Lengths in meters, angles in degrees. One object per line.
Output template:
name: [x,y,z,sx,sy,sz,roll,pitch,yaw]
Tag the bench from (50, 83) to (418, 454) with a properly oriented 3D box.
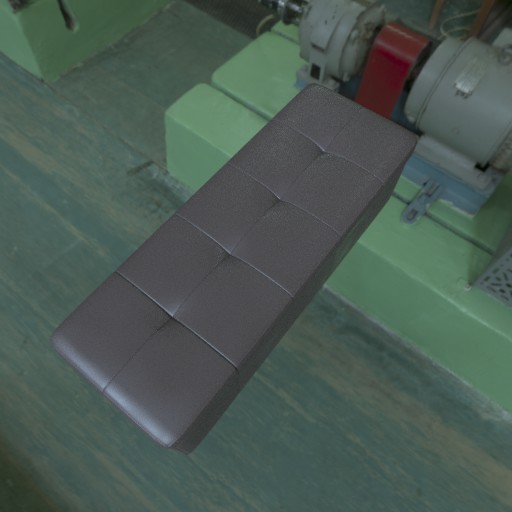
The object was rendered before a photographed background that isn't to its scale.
bench: [0.000,0.000,1.465,0.450,0.417,1.219,35,67,17]
